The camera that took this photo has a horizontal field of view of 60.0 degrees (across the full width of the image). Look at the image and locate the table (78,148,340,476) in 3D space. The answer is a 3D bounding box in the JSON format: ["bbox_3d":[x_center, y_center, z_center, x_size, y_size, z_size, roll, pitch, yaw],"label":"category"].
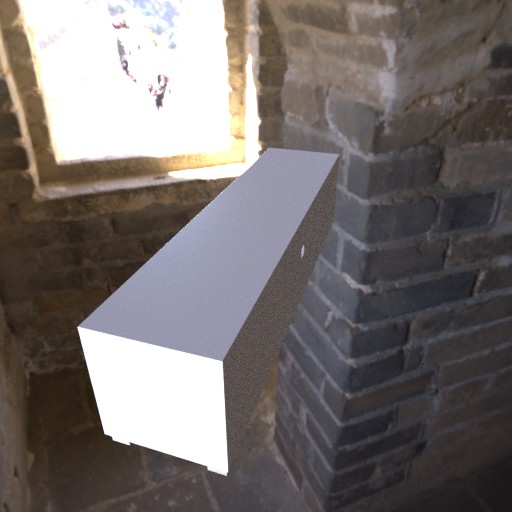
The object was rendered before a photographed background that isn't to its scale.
[{"bbox_3d":[0.000,0.000,1.834,0.390,0.420,1.650,9,31,16],"label":"table"}]
